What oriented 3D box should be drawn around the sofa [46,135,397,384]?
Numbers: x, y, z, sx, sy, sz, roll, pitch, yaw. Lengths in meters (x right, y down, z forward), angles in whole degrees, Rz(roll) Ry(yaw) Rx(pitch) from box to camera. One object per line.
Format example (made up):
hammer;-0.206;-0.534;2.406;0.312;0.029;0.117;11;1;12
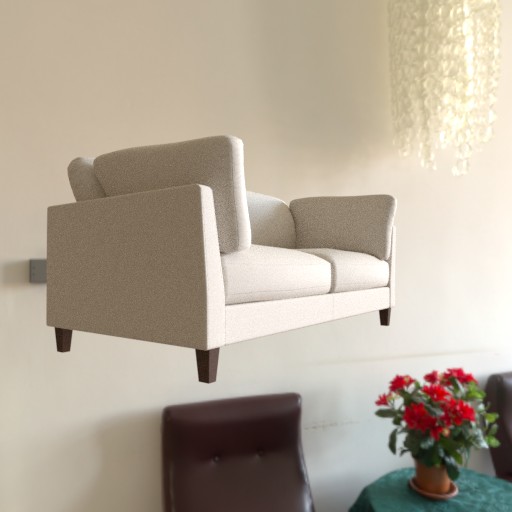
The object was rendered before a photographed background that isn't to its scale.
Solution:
sofa;0.000;0.000;2.308;0.970;0.836;1.776;-1;-1;36
